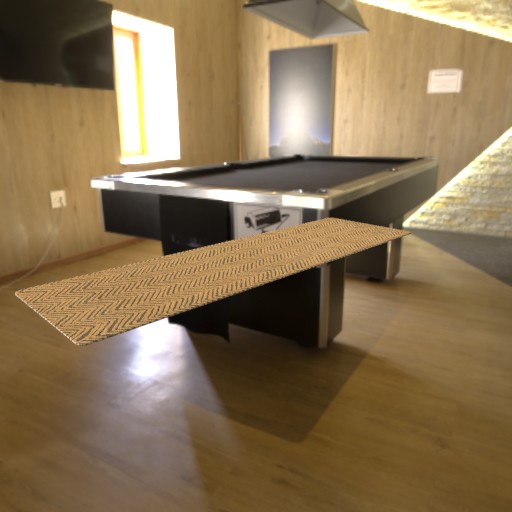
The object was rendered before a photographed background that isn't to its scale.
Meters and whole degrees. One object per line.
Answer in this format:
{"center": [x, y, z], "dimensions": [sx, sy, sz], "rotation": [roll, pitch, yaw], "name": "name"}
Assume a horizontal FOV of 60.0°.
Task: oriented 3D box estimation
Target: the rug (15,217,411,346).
{"center": [0.000, 0.000, 2.457], "dimensions": [2.286, 0.008, 0.686], "rotation": [-16, 23, -42], "name": "rug"}
